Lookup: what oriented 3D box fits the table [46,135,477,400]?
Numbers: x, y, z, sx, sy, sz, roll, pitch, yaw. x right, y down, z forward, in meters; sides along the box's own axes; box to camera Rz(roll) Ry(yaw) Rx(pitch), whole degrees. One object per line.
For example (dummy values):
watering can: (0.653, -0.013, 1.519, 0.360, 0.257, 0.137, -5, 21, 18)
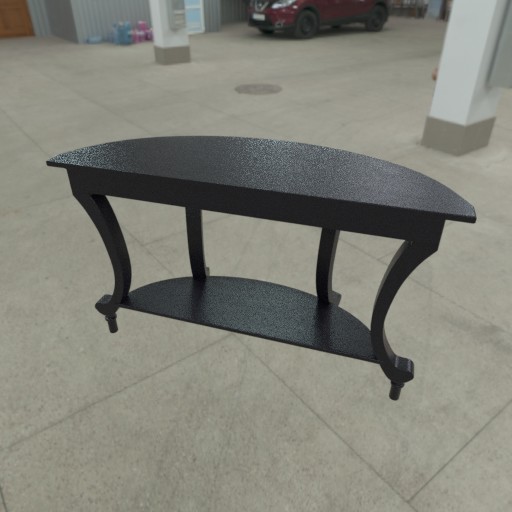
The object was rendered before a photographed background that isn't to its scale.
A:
table: (0.000, 0.000, 1.524, 1.198, 0.692, 0.394, 10, 34, 15)
